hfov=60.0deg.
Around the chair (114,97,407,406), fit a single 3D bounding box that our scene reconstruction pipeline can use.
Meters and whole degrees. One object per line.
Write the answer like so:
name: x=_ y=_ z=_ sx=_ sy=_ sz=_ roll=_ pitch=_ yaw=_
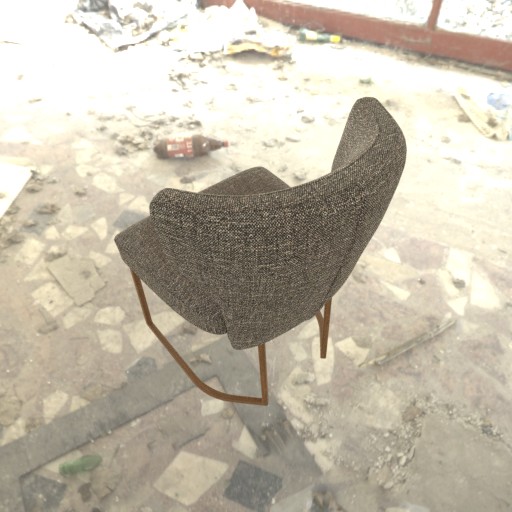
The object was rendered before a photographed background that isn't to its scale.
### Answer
chair: x=0.000 y=0.000 z=1.224 sx=0.611 sy=0.824 sz=0.617 roll=-31 pitch=54 yaw=-26
